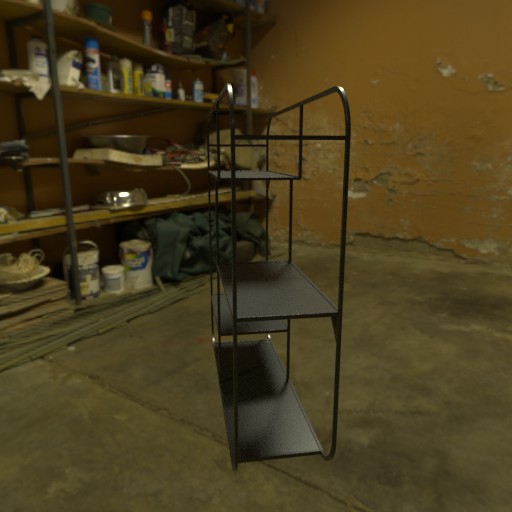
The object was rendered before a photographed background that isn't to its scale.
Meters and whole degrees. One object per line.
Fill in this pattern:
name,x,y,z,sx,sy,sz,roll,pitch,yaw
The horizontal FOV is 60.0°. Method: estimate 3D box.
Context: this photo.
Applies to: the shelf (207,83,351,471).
shelf,0.000,0.000,0.918,0.160,0.600,0.600,-2,13,-9
